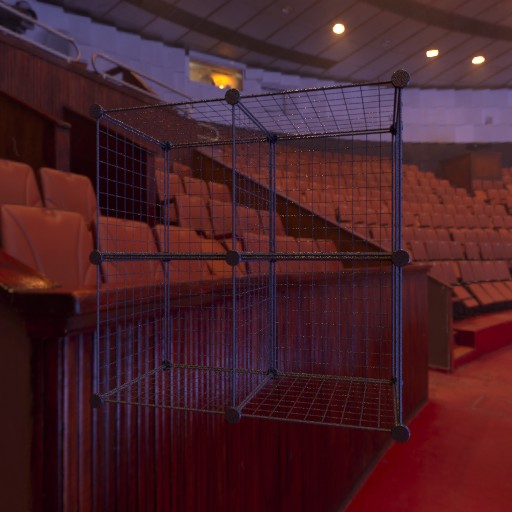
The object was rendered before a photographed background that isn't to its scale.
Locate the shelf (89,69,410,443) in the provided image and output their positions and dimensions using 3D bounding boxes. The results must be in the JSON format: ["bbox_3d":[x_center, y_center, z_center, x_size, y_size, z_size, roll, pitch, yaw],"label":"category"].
[{"bbox_3d":[0.000,0.000,1.110,0.711,0.711,0.356,0,0,16],"label":"shelf"}]
